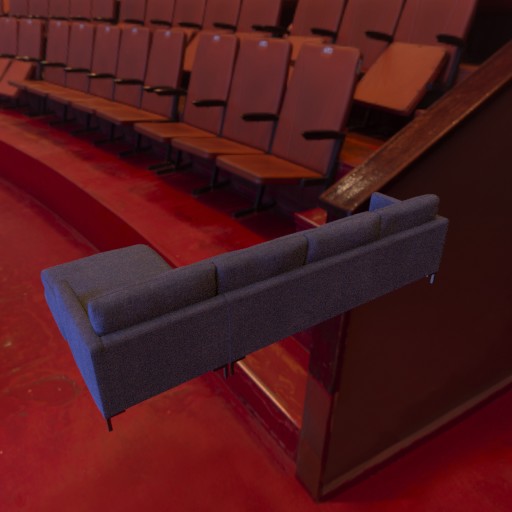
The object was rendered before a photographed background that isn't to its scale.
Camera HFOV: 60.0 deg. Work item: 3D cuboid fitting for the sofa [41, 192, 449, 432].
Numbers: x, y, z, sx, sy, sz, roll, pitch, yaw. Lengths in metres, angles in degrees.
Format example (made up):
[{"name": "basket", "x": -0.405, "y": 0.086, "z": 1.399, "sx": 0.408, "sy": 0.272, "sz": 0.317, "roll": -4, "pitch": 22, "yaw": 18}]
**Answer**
[{"name": "sofa", "x": 0.000, "y": 0.000, "z": 3.455, "sx": 2.932, "sy": 0.810, "sz": 1.350, "roll": -18, "pitch": 33, "yaw": -29}]
